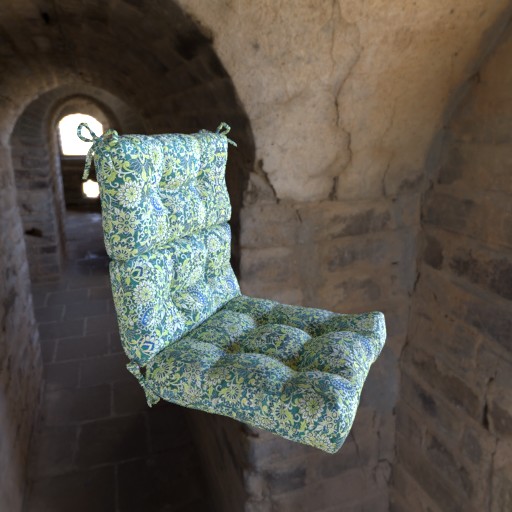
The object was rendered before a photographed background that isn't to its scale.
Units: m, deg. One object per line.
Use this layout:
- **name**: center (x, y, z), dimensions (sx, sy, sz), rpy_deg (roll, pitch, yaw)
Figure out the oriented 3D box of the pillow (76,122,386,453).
- **pillow**: center (0.000, 0.000, 1.040), dimensions (0.571, 0.605, 0.519), rpy_deg (8, 18, 24)
